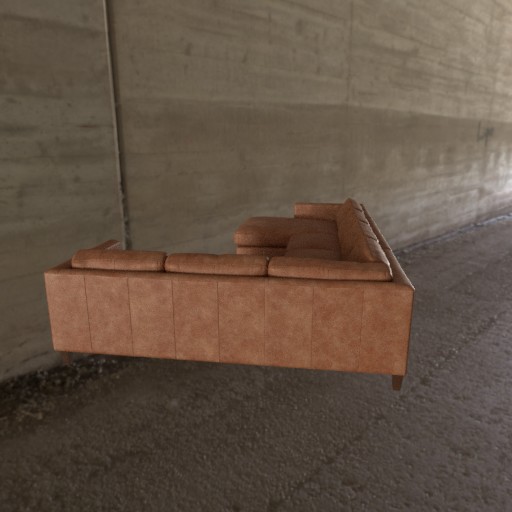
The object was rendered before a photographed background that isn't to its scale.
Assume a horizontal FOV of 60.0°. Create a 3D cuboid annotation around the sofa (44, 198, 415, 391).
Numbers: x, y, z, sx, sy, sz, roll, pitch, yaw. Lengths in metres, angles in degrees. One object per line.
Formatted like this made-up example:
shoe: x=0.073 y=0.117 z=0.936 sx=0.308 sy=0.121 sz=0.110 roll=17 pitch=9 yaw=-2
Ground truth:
sofa: x=0.000 y=0.000 z=4.523 sx=2.430 sy=0.832 sz=3.401 roll=2 pitch=15 yaw=8
